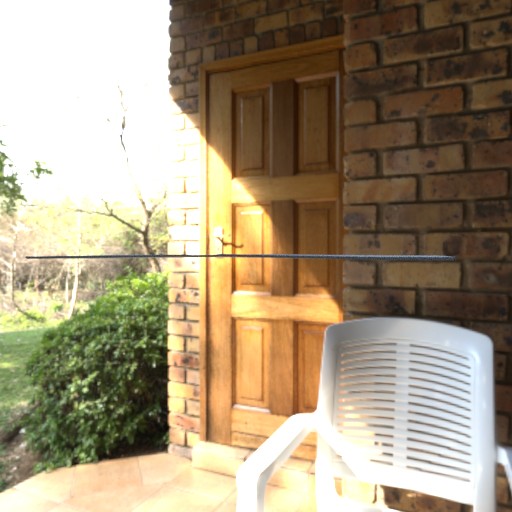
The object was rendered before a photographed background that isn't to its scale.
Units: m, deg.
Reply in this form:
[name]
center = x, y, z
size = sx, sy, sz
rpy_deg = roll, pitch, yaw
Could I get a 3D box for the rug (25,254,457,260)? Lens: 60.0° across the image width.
[rug]
center = 0.000, 0.000, 2.987
size = 2.338, 0.030, 1.616
rpy_deg = 0, 0, 19
